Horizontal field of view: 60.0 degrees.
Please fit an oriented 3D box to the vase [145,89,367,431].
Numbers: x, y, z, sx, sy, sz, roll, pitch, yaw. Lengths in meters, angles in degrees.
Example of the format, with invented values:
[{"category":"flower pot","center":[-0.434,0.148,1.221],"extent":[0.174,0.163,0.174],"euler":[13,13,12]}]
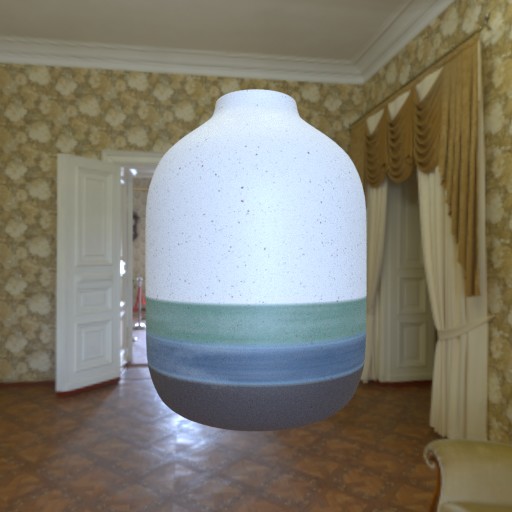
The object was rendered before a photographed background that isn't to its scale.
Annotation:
[{"category":"vase","center":[0.000,0.000,0.350],"extent":[0.169,0.240,0.169],"euler":[0,0,0]}]
